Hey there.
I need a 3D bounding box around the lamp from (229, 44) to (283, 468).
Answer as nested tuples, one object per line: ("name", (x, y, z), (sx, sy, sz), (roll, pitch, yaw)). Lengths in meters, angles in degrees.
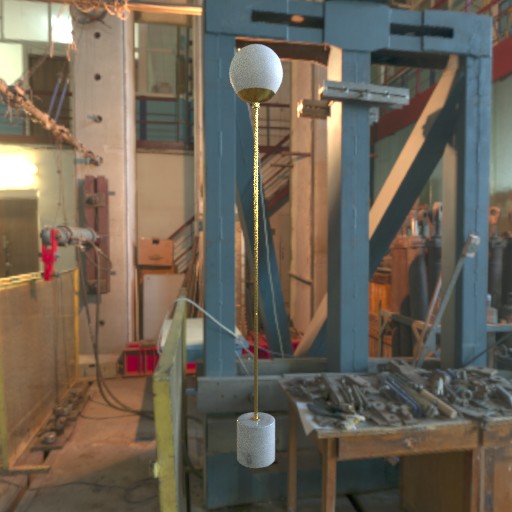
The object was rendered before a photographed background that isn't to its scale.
("lamp", (0.000, 0.000, 1.884), (0.224, 1.753, 0.224), (1, 2, 35))
